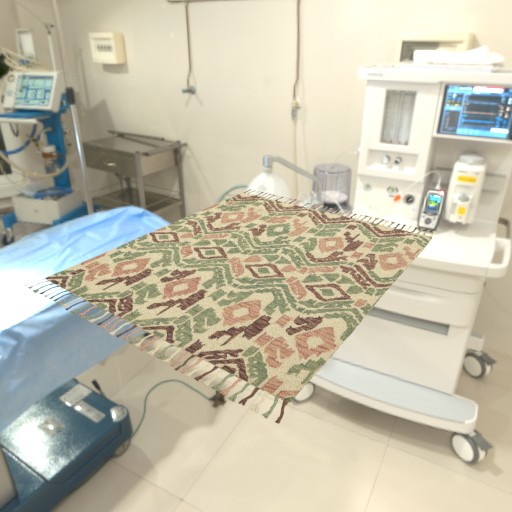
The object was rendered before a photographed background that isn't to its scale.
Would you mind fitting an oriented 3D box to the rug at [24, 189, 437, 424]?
[{"bbox_3d":[0.000,0.000,4.021,2.438,0.010,3.048,18,32,31],"label":"rug"}]
